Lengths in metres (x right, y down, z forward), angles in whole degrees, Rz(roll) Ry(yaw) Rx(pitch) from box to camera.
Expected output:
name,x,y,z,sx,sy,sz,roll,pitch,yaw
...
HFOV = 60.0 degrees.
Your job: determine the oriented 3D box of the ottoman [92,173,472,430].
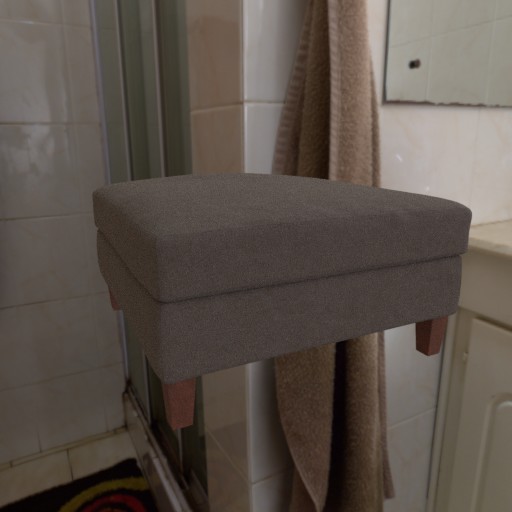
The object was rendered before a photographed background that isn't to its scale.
name,x,y,z,sx,sy,sz,roll,pitch,yaw
ottoman,0.000,0.000,1.390,0.861,0.482,0.881,-7,17,-25
